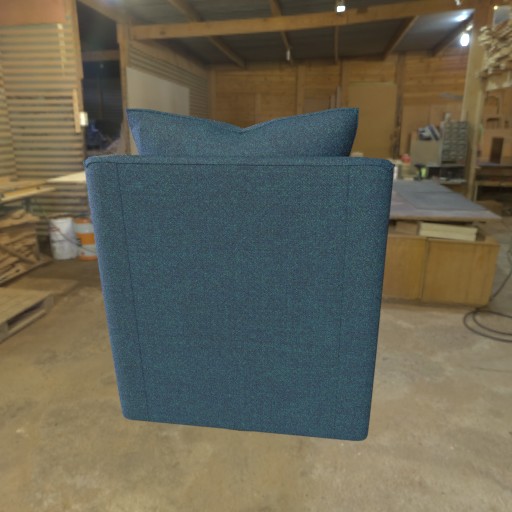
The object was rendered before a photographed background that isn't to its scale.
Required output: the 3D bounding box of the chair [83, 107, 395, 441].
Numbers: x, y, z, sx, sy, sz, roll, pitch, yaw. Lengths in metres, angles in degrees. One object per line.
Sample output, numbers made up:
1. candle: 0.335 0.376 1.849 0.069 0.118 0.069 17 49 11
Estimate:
1. chair: 0.000 0.000 1.523 0.750 0.939 0.870 2 16 8
